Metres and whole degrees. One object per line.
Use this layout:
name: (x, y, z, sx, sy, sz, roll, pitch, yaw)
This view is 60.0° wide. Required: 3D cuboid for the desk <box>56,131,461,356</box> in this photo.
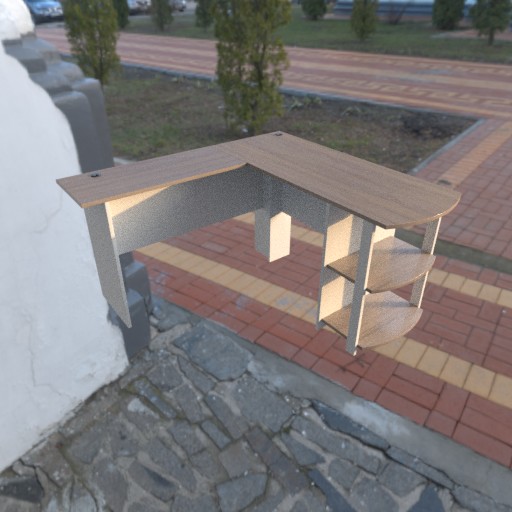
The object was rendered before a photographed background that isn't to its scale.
desk: (0.000, 0.000, 2.163, 1.361, 0.716, 1.303, -22, 37, -31)
